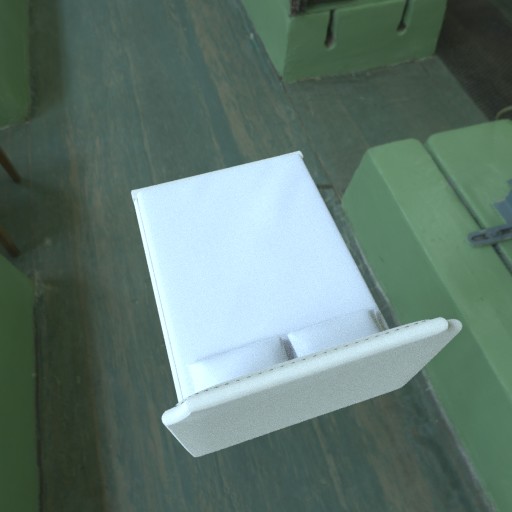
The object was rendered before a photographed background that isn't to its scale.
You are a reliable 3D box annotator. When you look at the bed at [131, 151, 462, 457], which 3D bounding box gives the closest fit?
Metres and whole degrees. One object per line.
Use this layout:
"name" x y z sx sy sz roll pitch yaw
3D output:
"bed" 0.000 0.000 3.422 1.712 1.443 2.372 -15 60 -9
